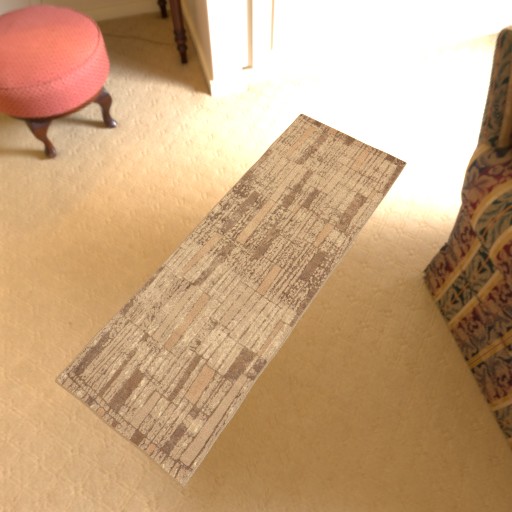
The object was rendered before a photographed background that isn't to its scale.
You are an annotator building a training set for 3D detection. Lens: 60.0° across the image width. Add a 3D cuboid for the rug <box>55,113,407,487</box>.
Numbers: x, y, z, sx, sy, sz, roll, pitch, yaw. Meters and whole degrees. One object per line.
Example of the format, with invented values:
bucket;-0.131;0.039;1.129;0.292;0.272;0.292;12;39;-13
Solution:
rug;0.000;0.000;2.627;0.857;0.018;2.383;31;64;17
